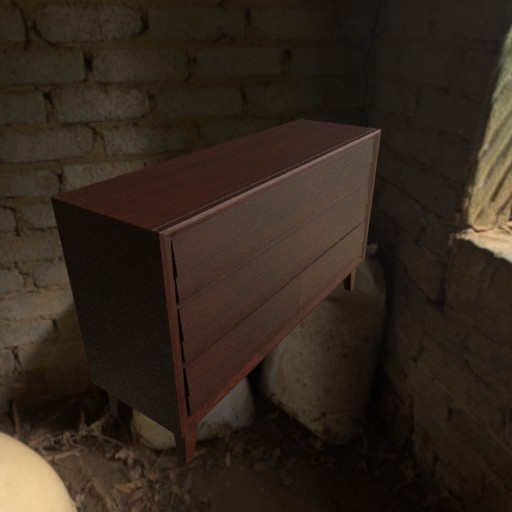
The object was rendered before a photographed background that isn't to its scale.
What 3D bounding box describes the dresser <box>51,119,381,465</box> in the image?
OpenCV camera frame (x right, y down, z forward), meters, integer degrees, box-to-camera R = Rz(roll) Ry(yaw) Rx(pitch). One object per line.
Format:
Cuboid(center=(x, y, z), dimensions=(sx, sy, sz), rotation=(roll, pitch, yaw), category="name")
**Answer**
Cuboid(center=(0.000, 0.000, 2.106), dimensions=(0.499, 0.971, 1.609), rotation=(18, 32, 30), category="dresser")
